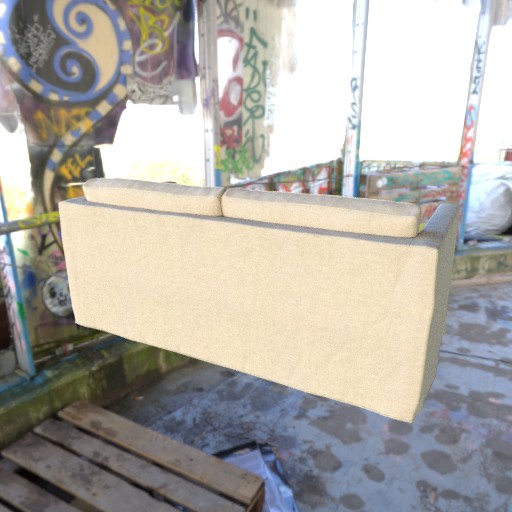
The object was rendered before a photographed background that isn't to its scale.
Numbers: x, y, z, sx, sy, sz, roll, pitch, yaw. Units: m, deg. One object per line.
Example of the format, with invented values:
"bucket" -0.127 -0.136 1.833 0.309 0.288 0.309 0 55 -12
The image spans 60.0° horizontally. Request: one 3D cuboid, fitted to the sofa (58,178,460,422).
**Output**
"sofa" 0.000 0.000 2.421 1.959 0.835 0.962 9 19 27
